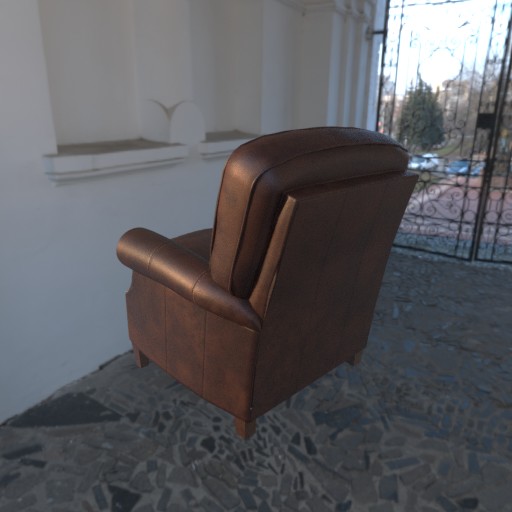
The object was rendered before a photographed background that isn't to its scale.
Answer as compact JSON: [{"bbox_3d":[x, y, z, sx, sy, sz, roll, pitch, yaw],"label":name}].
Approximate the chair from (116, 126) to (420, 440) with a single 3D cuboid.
[{"bbox_3d":[0.000,0.000,1.793,0.936,1.018,0.986,-17,24,-42],"label":"chair"}]
